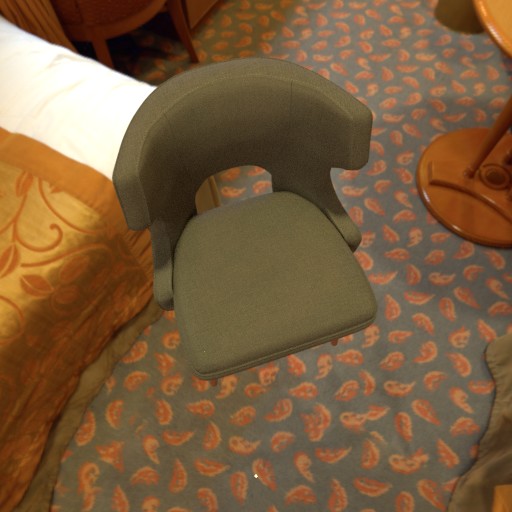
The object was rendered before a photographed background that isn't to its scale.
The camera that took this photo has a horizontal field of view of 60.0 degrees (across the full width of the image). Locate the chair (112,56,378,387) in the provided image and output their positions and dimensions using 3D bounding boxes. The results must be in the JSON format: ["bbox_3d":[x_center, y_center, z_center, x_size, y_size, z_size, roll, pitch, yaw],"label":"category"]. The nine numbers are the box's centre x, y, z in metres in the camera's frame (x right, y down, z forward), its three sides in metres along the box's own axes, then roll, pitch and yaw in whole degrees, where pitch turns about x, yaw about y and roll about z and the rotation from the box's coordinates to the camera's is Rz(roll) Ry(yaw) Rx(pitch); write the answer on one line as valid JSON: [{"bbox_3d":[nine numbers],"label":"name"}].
[{"bbox_3d":[0.000,0.000,1.251,0.595,0.863,0.581,-17,65,-8],"label":"chair"}]
